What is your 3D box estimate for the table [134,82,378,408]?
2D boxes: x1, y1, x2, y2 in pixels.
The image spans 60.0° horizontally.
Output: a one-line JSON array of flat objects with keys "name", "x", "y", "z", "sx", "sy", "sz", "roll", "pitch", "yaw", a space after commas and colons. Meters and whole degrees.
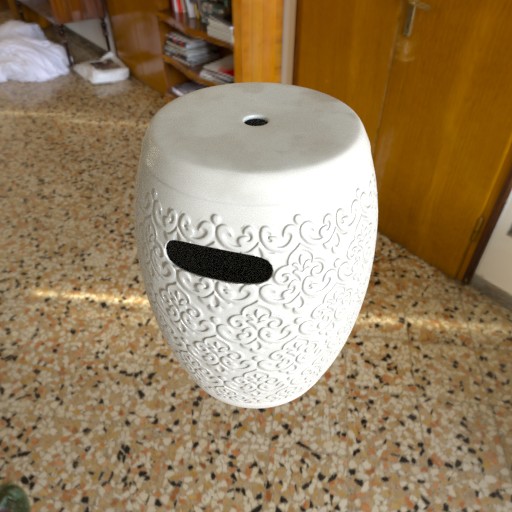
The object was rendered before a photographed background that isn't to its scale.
[{"name": "table", "x": 0.000, "y": 0.000, "z": 0.612, "sx": 0.309, "sy": 0.397, "sz": 0.309, "roll": 0, "pitch": 41, "yaw": 0}]
